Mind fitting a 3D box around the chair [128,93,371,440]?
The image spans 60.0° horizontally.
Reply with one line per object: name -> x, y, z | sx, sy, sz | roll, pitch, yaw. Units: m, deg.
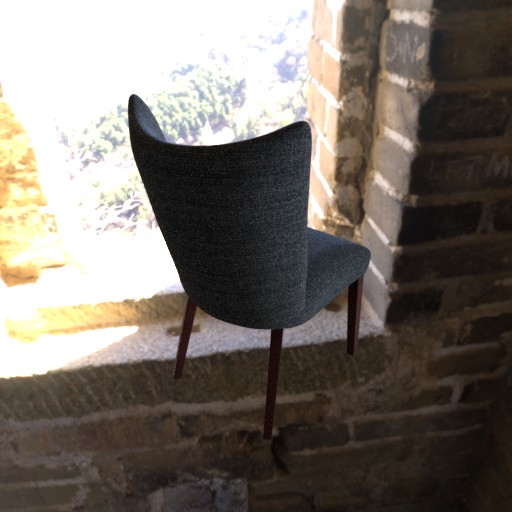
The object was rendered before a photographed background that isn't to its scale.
chair -> 0.000, 0.000, 1.329 | 0.535, 0.924, 0.623 | 21, 36, 33
